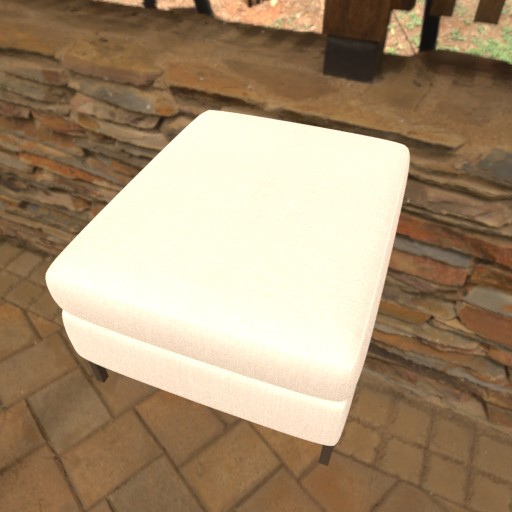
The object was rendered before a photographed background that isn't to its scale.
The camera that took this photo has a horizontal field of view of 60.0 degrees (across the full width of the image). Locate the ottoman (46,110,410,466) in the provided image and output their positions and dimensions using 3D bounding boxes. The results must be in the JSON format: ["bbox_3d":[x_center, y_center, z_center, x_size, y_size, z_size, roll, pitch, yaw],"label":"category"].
[{"bbox_3d":[0.000,0.000,1.178,0.657,0.453,0.794,15,46,15],"label":"ottoman"}]
